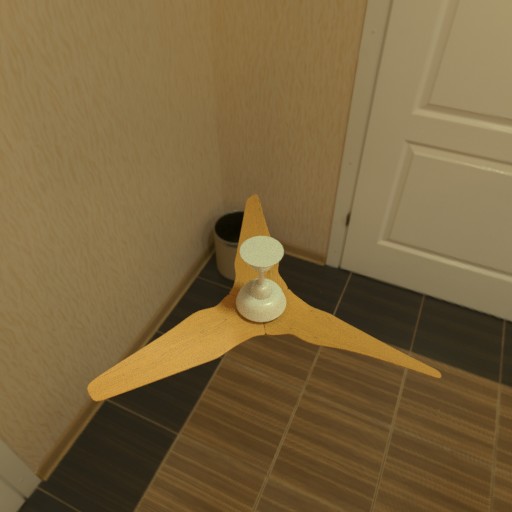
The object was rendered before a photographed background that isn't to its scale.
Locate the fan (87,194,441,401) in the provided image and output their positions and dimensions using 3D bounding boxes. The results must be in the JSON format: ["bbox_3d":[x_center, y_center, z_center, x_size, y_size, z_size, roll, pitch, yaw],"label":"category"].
[{"bbox_3d":[0.000,0.000,1.680,1.142,0.355,1.010,-3,45,-3],"label":"fan"}]
